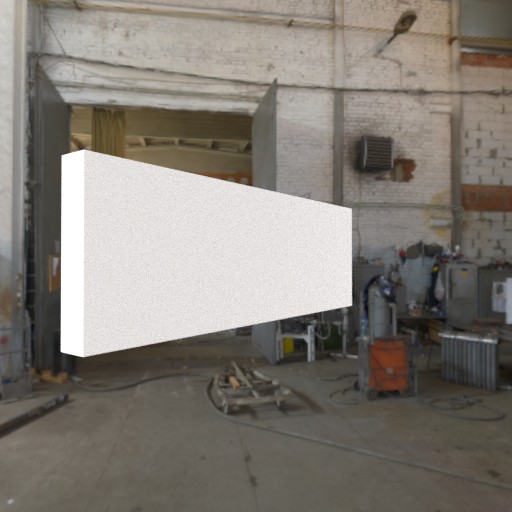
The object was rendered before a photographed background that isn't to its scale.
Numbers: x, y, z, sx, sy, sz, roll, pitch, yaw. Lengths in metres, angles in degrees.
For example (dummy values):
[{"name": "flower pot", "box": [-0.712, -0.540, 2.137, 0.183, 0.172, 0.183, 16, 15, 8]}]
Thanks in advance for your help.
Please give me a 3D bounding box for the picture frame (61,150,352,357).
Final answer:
[{"name": "picture frame", "box": [0.000, 0.000, 0.851, 0.050, 0.250, 0.759, 0, -1, 37]}]
